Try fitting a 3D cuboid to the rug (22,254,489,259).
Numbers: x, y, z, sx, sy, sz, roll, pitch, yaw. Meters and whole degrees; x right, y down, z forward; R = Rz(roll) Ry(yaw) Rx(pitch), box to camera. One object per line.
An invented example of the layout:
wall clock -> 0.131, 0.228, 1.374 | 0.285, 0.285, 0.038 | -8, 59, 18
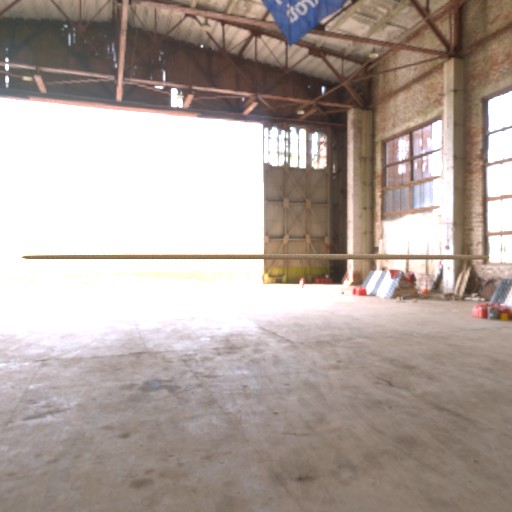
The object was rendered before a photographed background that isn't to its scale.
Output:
rug -> 0.000, 0.000, 2.704 | 2.081, 0.020, 1.525 | 0, 0, 1
